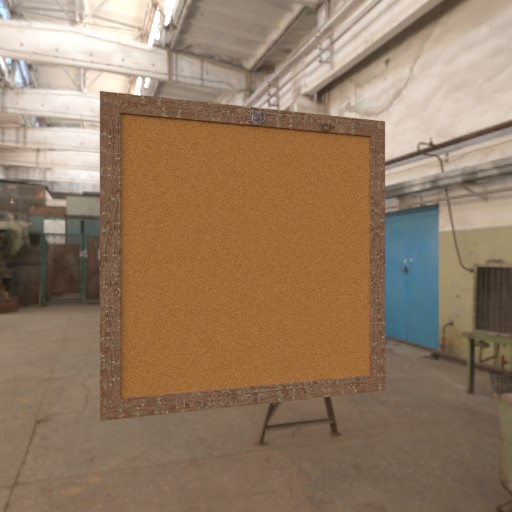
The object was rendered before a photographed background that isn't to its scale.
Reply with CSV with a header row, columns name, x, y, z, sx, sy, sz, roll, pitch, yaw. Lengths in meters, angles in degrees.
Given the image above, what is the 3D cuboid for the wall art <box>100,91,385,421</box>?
name,x,y,z,sx,sy,sz,roll,pitch,yaw
wall art,0.000,0.000,0.578,0.384,0.384,0.012,0,0,-18
